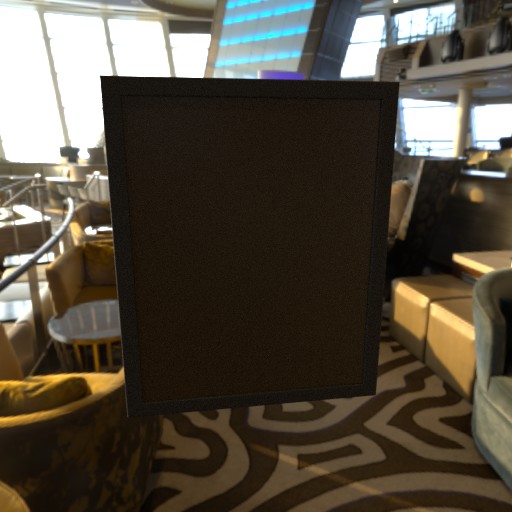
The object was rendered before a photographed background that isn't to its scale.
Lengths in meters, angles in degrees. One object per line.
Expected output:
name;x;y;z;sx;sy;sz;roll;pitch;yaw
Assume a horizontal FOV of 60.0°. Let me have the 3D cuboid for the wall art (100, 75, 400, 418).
wall art;0.000;0.000;0.749;0.457;0.558;0.028;-2;15;-9
